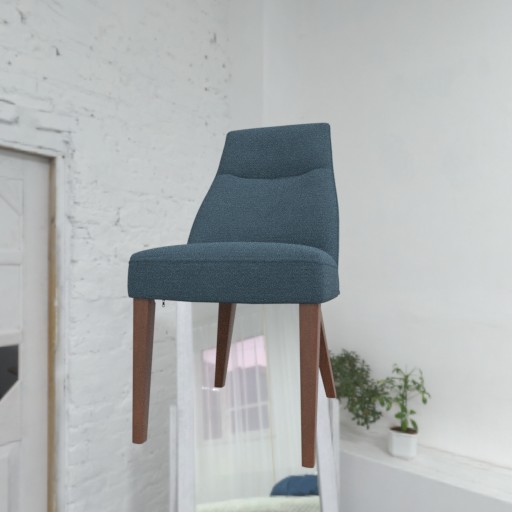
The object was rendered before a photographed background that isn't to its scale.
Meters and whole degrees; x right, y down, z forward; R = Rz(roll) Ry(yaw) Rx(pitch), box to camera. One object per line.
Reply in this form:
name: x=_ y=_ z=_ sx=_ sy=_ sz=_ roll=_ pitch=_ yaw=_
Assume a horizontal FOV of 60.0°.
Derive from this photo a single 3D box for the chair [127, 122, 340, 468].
chair: x=0.000 y=0.000 z=1.325 sx=0.500 sy=0.930 sz=0.620 roll=0 pitch=0 yaw=17
